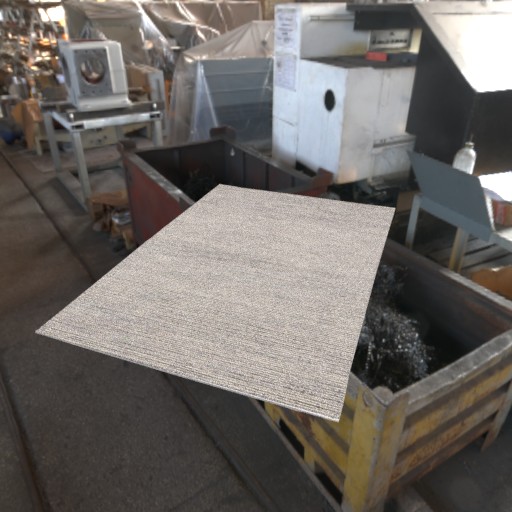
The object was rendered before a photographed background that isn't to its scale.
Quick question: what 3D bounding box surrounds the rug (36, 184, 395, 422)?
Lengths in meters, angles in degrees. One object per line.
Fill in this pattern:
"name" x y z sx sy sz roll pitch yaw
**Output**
"rug" 0.000 0.000 2.996 1.604 0.030 2.307 11 32 18
